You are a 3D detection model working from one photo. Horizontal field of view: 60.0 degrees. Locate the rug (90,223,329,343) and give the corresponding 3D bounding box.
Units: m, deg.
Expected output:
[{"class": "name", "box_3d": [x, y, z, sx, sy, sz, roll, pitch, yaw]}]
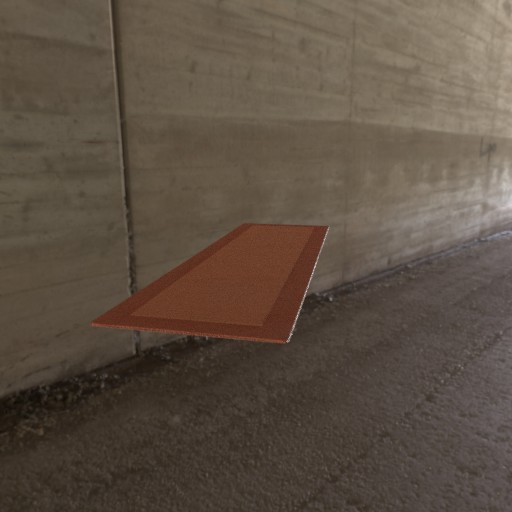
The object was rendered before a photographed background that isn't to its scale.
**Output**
[{"class": "rug", "box_3d": [0.000, 0.000, 2.736, 0.914, 0.013, 2.471, 2, 13, 8]}]
